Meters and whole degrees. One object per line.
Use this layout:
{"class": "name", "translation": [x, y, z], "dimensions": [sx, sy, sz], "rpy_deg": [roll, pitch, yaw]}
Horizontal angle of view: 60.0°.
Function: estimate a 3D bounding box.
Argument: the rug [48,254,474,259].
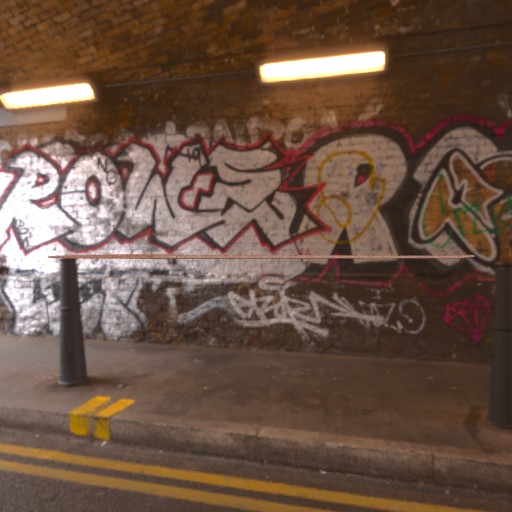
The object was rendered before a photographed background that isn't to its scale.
{"class": "rug", "translation": [0.000, 0.000, 4.041], "dimensions": [3.052, 0.043, 2.453], "rpy_deg": [0, 0, -36]}
